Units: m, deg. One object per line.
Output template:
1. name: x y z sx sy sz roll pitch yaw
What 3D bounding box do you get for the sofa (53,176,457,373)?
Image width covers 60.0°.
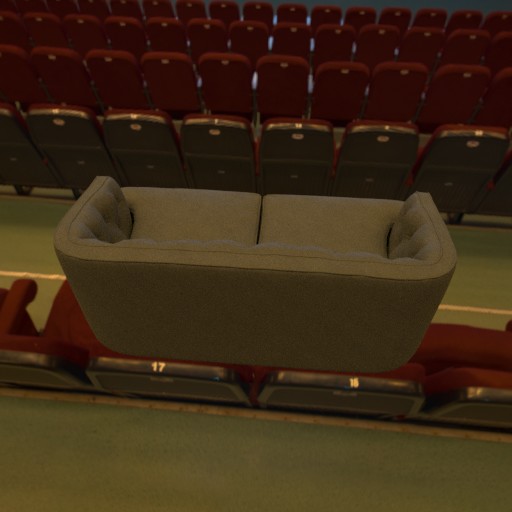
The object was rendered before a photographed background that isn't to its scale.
1. sofa: 0.000 0.000 2.289 1.733 0.855 0.941 3 47 3
